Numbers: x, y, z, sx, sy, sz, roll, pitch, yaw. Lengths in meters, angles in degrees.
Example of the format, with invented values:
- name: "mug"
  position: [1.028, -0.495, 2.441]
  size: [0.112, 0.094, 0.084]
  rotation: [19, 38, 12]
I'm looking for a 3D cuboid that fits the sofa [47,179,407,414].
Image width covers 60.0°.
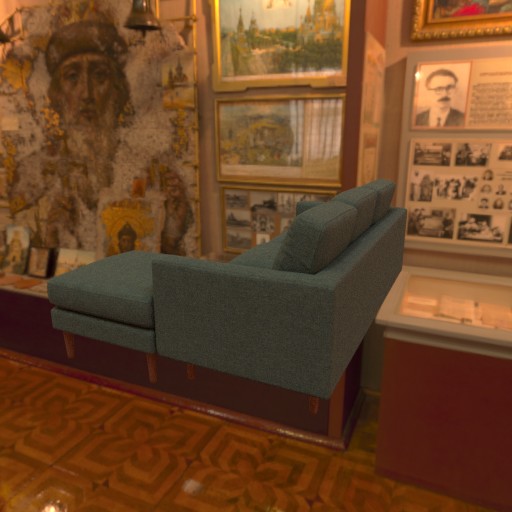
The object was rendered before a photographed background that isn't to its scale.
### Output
- name: "sofa"
  position: [0.000, 0.000, 3.014]
  size: [1.667, 0.957, 2.055]
  rotation: [7, 17, 25]
